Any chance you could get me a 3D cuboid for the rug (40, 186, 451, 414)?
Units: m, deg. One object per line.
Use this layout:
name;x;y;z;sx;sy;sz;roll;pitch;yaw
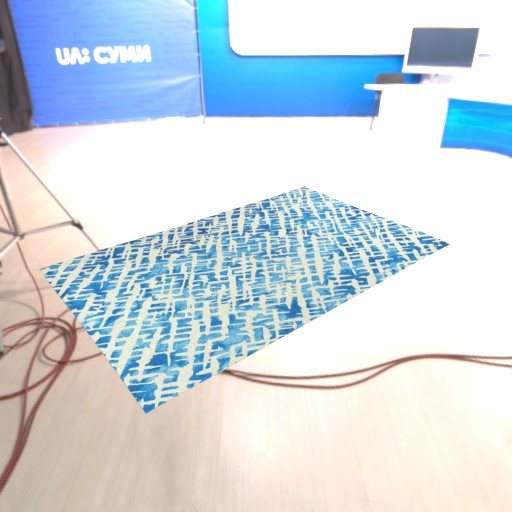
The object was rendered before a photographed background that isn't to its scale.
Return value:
rug;0.000;0.000;3.080;2.447;0.011;1.520;-22;36;-33
